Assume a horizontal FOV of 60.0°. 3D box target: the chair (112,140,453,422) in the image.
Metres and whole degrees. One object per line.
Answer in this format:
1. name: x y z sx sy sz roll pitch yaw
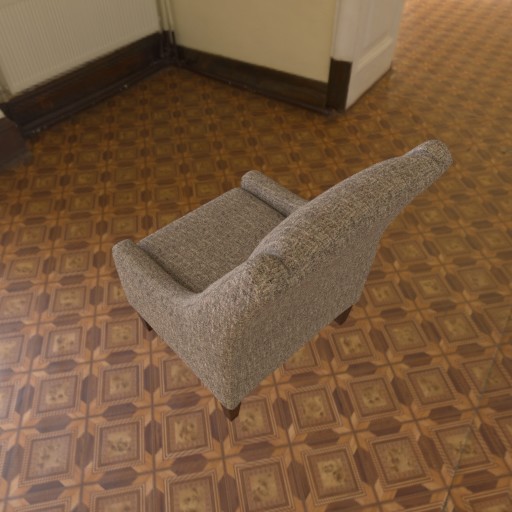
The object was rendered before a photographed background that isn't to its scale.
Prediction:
1. chair: 0.000 0.000 1.644 0.774 1.014 0.870 -34 55 -28
